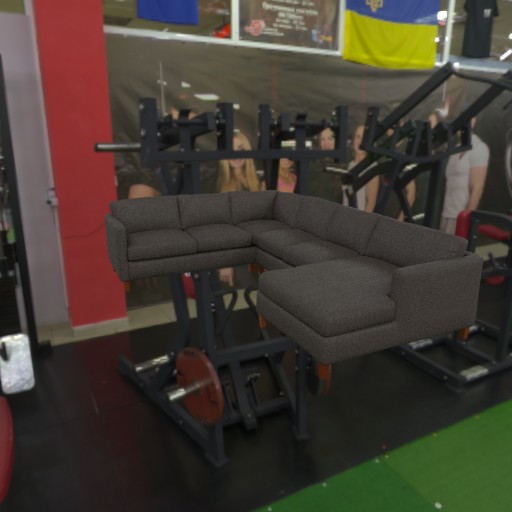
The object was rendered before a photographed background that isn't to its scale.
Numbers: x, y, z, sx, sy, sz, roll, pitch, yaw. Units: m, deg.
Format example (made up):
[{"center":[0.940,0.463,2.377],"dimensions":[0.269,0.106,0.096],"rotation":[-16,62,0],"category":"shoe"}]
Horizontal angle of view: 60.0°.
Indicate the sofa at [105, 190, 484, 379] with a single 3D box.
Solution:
[{"center":[0.000,0.000,4.665],"dimensions":[2.594,0.961,3.460],"rotation":[-8,18,-25],"category":"sofa"}]
